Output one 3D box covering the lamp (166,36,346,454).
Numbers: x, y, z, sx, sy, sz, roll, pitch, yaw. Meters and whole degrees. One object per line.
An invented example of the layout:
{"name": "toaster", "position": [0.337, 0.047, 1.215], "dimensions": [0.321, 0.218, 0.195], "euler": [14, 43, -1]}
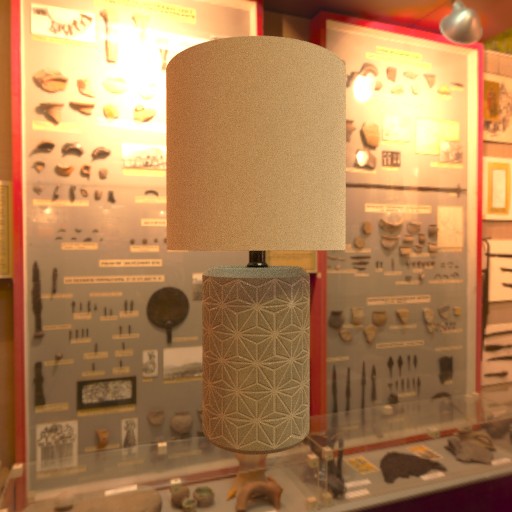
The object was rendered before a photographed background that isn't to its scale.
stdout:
{"name": "lamp", "position": [0.000, 0.000, 0.521], "dimensions": [0.206, 0.416, 0.206], "euler": [0, 1, -19]}
